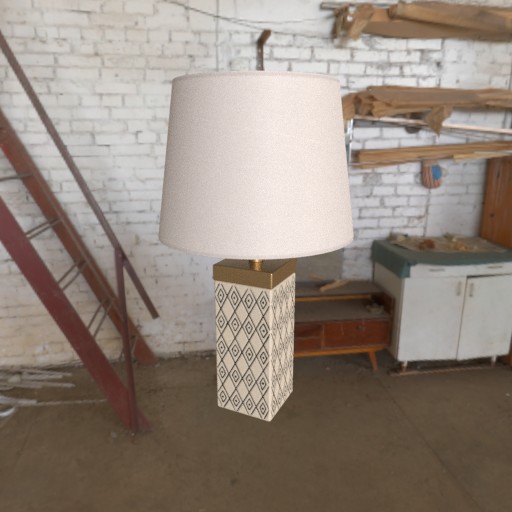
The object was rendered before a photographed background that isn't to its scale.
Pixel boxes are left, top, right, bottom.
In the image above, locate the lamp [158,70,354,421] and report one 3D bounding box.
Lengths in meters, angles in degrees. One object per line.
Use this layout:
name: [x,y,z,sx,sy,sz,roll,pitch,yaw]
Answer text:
lamp: [0.000,0.000,0.592,0.251,0.435,0.251,0,16,0]
